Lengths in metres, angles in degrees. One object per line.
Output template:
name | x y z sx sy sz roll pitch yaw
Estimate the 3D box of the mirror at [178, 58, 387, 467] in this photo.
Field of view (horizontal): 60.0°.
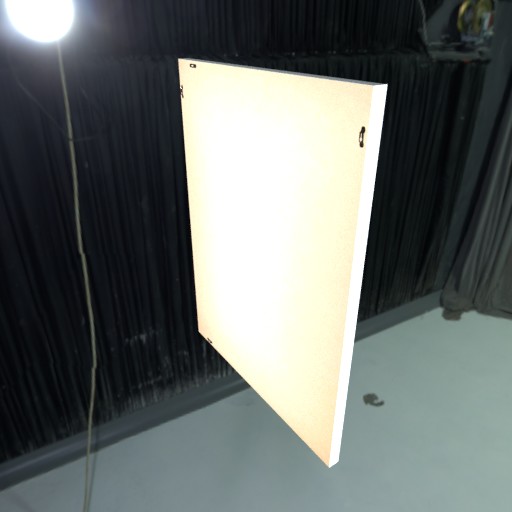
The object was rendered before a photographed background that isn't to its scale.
mirror | 0.000 0.000 1.298 0.040 1.016 0.762 -18 33 -31
